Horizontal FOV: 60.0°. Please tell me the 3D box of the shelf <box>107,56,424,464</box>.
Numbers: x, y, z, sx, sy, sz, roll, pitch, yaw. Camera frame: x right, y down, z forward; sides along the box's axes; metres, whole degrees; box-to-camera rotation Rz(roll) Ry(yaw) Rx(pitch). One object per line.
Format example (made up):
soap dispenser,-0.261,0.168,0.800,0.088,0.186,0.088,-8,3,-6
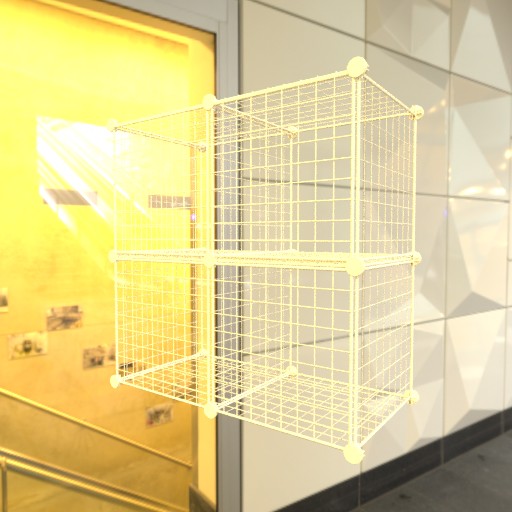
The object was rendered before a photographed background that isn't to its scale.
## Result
shelf,0.000,0.000,1.116,0.711,0.711,0.356,2,3,36
